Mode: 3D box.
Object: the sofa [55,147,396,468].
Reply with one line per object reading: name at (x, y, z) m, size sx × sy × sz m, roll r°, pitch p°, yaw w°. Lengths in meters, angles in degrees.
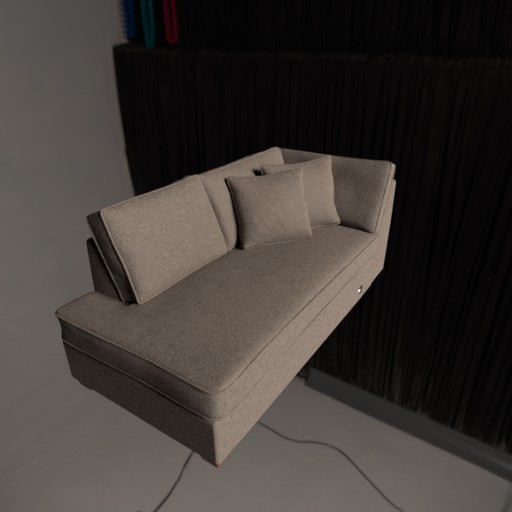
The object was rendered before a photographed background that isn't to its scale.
sofa at (0.000, 0.000, 2.858) m, size 1.110 × 1.033 × 2.237 m, roll 17°, pitch 32°, yaw 29°
